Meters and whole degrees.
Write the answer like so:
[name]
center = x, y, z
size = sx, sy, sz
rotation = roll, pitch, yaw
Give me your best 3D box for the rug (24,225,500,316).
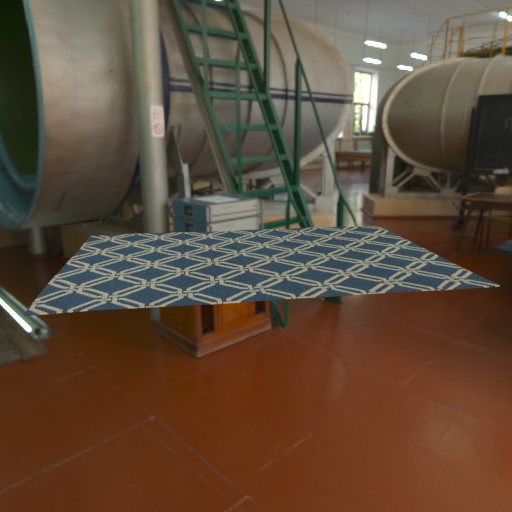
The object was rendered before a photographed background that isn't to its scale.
[rug]
center = 0.000, 0.000, 2.134
size = 1.755, 0.010, 1.153
rotation = -3, 16, -9
